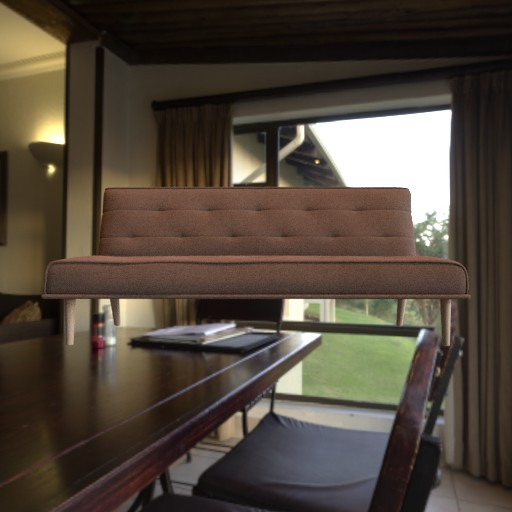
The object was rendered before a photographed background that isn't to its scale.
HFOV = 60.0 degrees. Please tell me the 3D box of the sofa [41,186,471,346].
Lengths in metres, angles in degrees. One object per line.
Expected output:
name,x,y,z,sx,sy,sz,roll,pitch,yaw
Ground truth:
sofa,0.000,0.000,2.378,1.820,0.810,1.038,0,-2,1
